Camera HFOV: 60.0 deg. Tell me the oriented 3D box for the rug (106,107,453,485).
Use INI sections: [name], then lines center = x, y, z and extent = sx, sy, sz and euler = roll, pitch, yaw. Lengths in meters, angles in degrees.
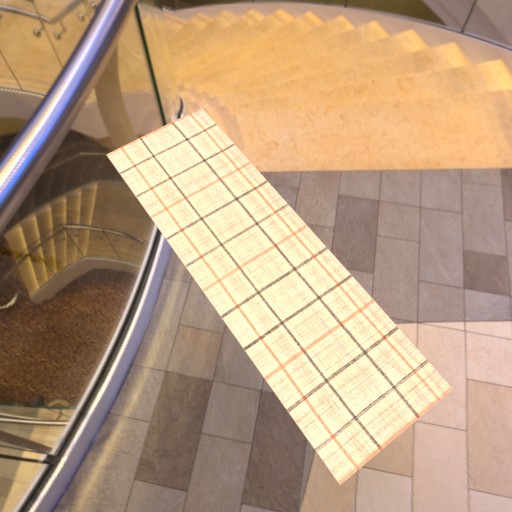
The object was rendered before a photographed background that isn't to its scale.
[rug]
center = 0.000, 0.000, 2.645
extent = 0.762, 0.008, 2.439
euler = -32, 67, -16
